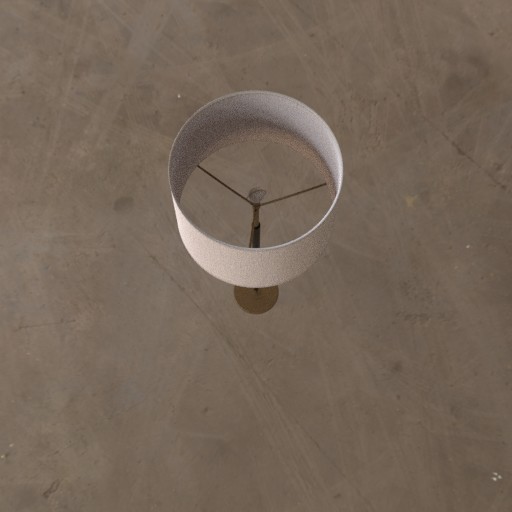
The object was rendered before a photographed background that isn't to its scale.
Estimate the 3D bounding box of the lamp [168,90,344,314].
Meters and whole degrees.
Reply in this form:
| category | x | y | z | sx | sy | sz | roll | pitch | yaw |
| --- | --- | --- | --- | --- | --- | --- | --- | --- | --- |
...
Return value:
| category | x | y | z | sx | sy | sz | roll | pitch | yaw |
| --- | --- | --- | --- | --- | --- | --- | --- | --- | --- |
| lamp | 0.000 | 0.000 | 1.631 | 0.420 | 1.447 | 0.420 | 0 | 75 | 0 |
